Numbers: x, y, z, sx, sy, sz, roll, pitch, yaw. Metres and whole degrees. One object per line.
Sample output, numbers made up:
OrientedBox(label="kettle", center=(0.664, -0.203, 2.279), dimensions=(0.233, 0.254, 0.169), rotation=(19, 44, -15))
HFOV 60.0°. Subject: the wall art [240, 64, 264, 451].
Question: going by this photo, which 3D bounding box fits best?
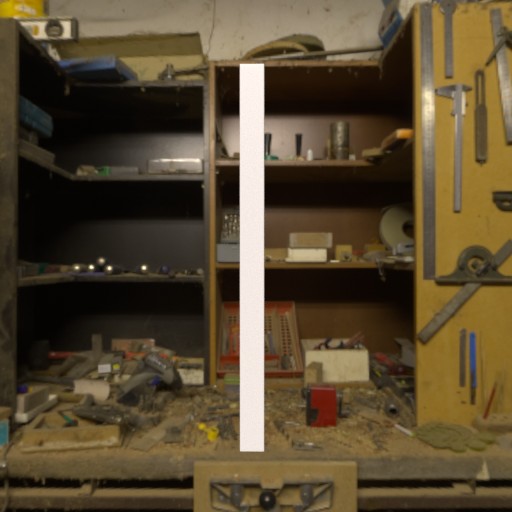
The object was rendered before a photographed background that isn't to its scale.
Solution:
OrientedBox(label="wall art", center=(0.000, 0.000, 1.153), dimensions=(0.038, 0.609, 0.914), rotation=(0, 0, 1))
